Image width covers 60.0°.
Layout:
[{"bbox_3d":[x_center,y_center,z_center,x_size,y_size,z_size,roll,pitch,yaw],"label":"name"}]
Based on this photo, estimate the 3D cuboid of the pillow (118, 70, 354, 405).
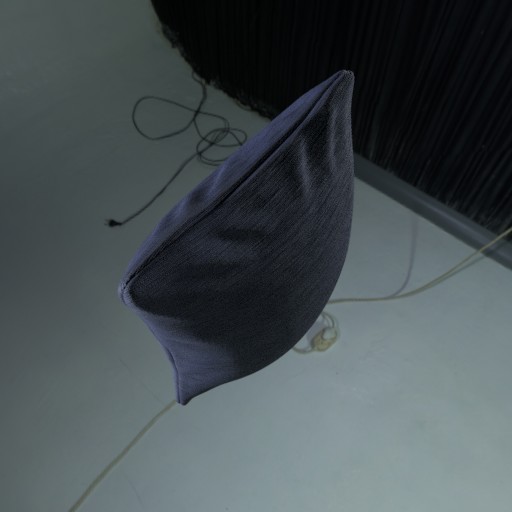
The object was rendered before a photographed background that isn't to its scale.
[{"bbox_3d":[0.000,0.000,0.679,0.246,0.414,0.432,32,63,19],"label":"pillow"}]
